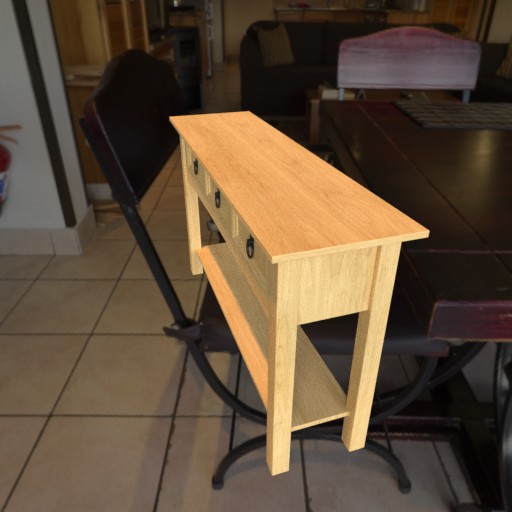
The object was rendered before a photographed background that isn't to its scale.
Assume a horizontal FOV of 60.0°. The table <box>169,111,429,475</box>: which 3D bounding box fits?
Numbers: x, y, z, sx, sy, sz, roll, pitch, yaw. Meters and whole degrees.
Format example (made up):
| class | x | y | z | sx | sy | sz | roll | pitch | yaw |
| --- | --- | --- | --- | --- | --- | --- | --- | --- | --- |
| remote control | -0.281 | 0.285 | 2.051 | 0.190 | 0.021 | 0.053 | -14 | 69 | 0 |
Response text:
| class | x | y | z | sx | sy | sz | roll | pitch | yaw |
| --- | --- | --- | --- | --- | --- | --- | --- | --- | --- |
| table | 0.000 | 0.000 | 1.564 | 0.350 | 0.730 | 1.240 | -9 | 31 | -16 |
